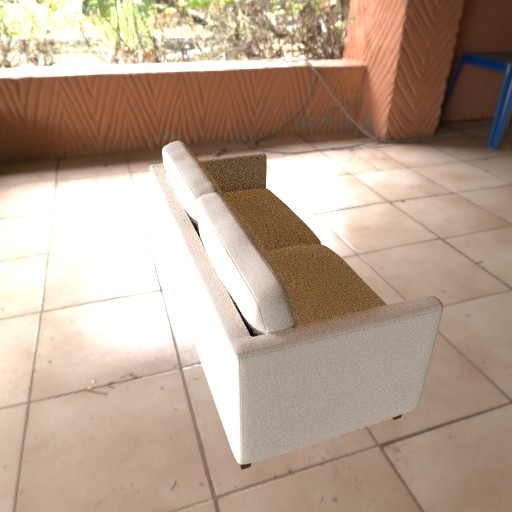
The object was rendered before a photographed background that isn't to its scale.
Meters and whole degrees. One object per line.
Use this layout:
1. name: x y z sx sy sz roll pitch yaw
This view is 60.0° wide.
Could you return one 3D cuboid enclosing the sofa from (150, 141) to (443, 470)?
1. sofa: 0.000 0.000 2.636 0.924 0.933 2.139 -10 32 -17
